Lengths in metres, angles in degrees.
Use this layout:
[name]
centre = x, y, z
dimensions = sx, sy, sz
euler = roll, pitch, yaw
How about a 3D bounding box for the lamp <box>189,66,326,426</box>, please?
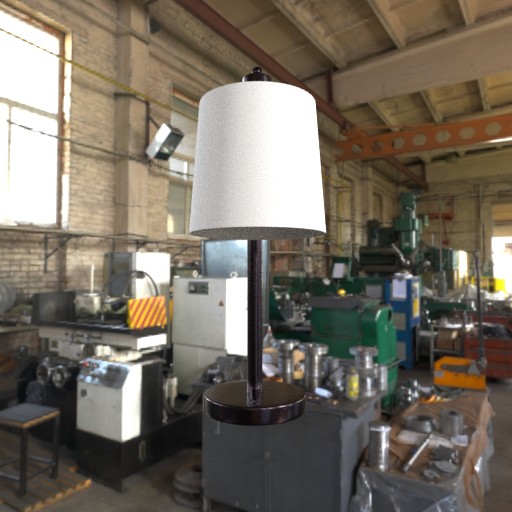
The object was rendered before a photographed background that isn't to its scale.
[lamp]
centre = 0.000, 0.000, 0.641
dimensions = 0.171, 0.489, 0.333
euler = 0, -2, -1
